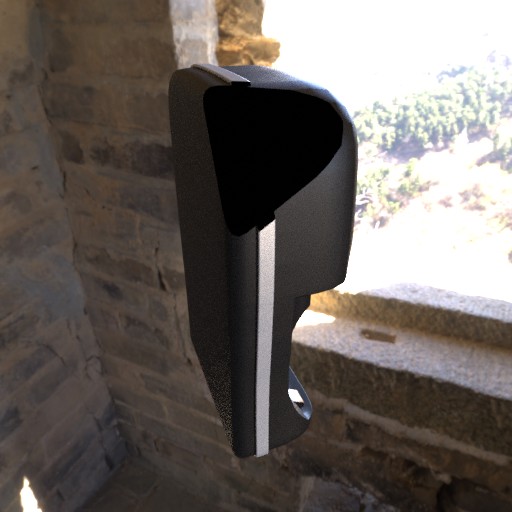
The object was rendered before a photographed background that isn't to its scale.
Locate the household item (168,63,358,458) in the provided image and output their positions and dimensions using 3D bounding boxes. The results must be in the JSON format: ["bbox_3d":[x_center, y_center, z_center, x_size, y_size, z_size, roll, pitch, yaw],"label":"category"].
[{"bbox_3d":[0.000,0.000,0.145,0.038,0.114,0.070,-10,31,-18],"label":"household item"}]
